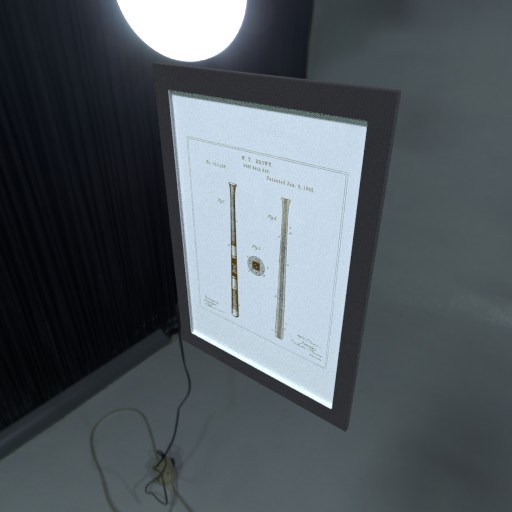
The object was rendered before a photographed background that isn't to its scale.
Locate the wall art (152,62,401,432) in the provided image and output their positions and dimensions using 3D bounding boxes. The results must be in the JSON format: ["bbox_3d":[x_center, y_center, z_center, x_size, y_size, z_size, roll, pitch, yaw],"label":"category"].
[{"bbox_3d":[0.000,0.000,0.690,0.374,0.529,0.012,21,36,31],"label":"wall art"}]
